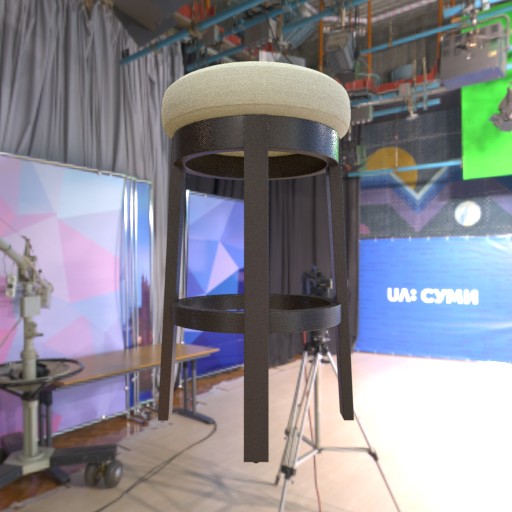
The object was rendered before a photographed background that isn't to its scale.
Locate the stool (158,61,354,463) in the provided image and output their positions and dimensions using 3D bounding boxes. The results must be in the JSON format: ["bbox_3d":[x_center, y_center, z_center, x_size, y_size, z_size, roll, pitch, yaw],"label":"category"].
[{"bbox_3d":[0.000,0.000,1.027,0.446,0.758,0.446,0,0,0],"label":"stool"}]
